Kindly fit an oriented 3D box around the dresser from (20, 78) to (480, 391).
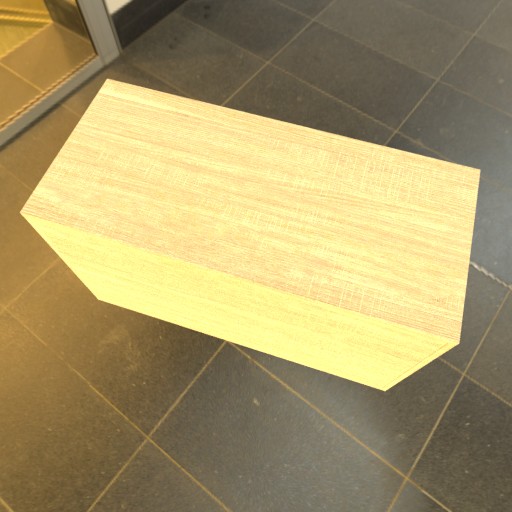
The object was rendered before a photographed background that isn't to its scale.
[{"bbox_3d":[0.000,0.000,1.514,1.110,0.780,0.500,16,65,8],"label":"dresser"}]
